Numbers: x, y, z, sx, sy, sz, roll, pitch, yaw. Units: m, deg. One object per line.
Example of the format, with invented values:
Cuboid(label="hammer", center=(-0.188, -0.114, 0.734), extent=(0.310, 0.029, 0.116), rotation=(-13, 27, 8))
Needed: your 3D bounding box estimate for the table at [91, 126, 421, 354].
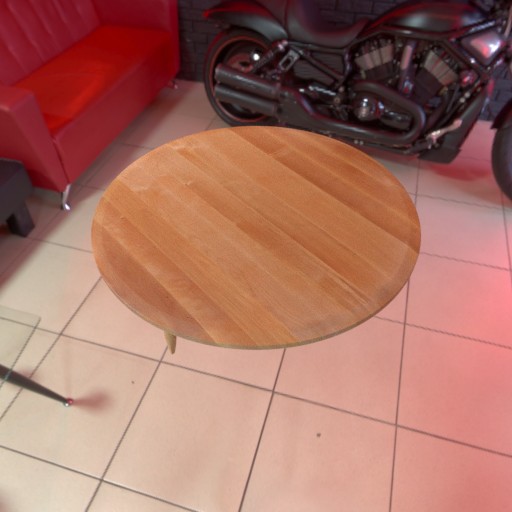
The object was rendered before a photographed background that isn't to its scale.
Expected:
Cuboid(label="table", center=(0.000, 0.000, 1.387), extent=(0.900, 0.400, 0.900), rotation=(0, 46, 0))
